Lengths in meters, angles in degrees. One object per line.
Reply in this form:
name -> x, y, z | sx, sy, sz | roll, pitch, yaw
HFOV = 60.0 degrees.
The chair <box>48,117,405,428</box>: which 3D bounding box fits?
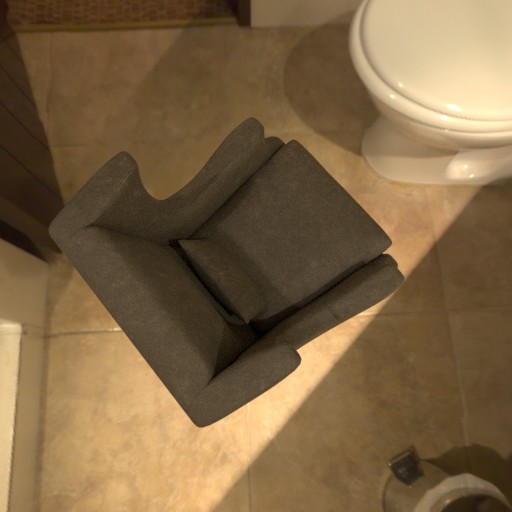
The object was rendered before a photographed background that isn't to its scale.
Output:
chair -> 0.000, 0.000, 1.664 | 0.926, 1.016, 0.853 | -39, 79, -9
